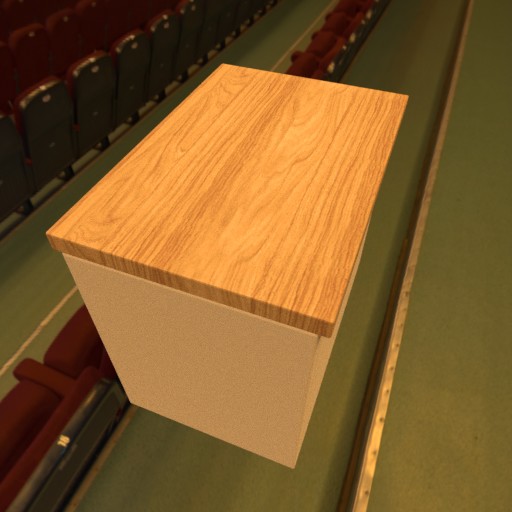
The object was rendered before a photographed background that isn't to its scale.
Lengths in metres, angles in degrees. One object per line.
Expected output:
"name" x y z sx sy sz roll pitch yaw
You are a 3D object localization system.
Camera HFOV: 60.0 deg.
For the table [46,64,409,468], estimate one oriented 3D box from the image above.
"table" 0.000 0.000 0.795 0.360 0.440 0.500 16 49 15
